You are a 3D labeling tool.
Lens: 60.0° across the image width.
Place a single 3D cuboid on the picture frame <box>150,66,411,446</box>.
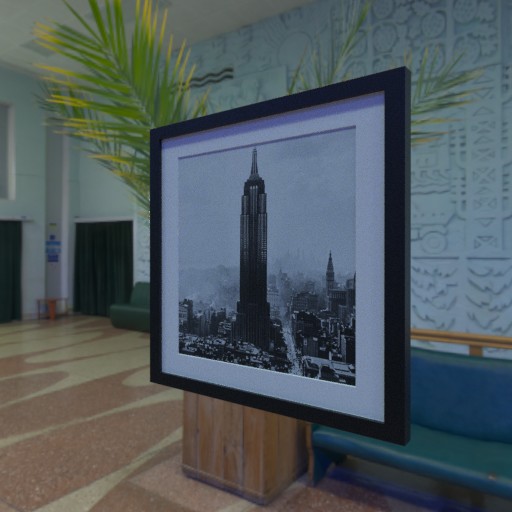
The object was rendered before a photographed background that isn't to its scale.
[{"bbox_3d":[0.000,0.000,0.824,0.559,0.557,0.029,0,0,36],"label":"picture frame"}]
